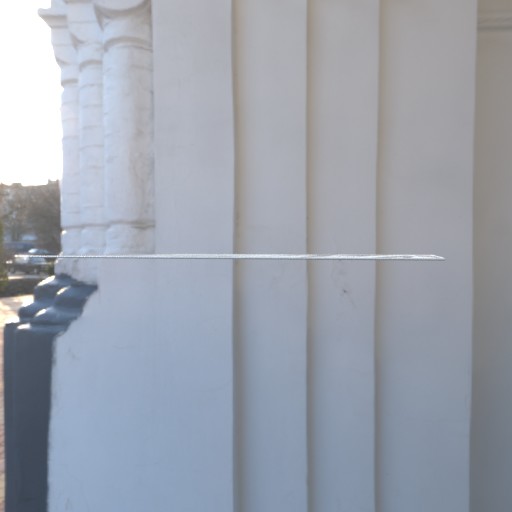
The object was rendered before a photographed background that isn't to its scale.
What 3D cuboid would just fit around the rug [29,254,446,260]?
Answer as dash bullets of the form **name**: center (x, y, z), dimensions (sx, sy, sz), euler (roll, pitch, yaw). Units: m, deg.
- **rug**: center (0.000, 0.000, 2.820), dimensions (2.142, 0.010, 1.533), euler (0, 1, 20)
